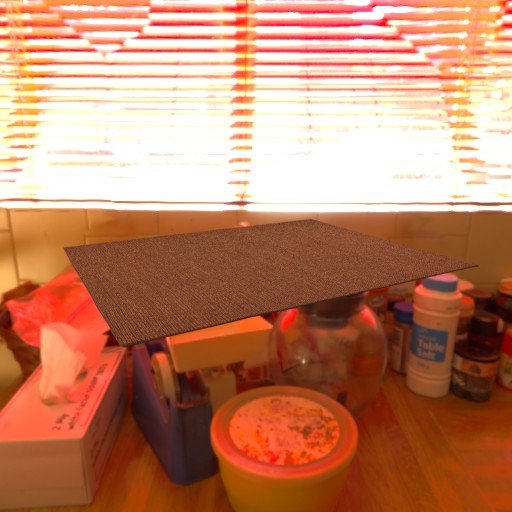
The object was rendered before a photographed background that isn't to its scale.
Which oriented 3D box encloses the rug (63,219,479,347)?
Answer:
[{"bbox_3d":[0.000,0.000,4.135,3.068,0.021,2.456,-9,18,-28],"label":"rug"}]
